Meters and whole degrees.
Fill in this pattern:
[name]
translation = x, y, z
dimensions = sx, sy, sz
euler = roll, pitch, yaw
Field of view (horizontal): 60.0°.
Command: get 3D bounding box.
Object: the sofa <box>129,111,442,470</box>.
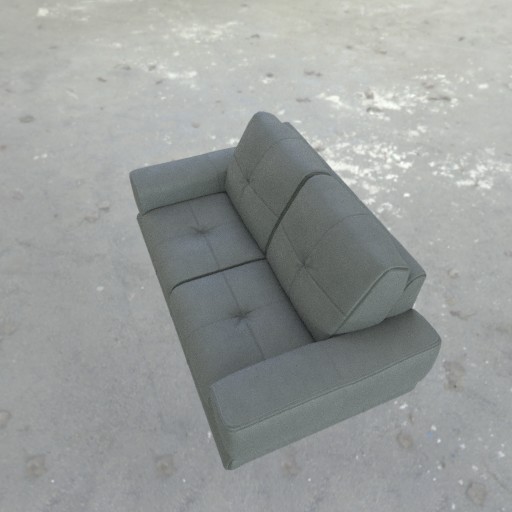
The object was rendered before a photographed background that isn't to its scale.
[sofa]
translation = 0.000, 0.000, 2.369
dimensions = 1.018, 0.907, 1.806
euler = -17, 49, -15
